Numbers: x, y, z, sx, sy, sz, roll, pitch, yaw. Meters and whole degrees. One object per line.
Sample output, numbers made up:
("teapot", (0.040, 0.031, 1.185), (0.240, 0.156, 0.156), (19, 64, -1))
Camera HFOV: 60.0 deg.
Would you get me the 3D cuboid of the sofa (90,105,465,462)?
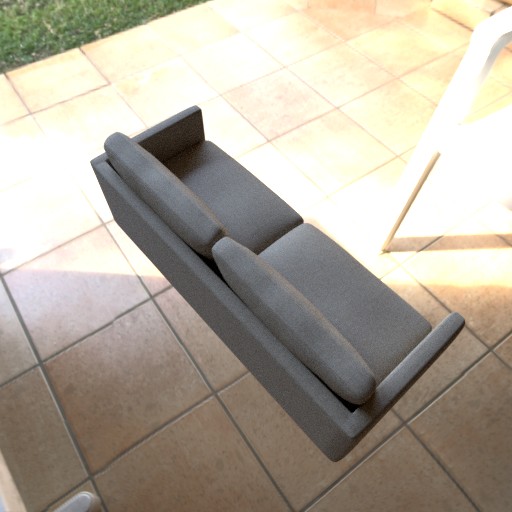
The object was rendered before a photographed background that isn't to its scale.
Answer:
("sofa", (0.000, 0.000, 2.923), (0.951, 0.965, 2.434), (-36, 64, -22))
